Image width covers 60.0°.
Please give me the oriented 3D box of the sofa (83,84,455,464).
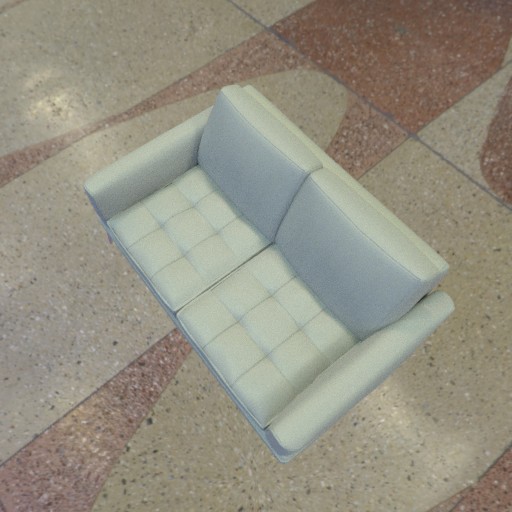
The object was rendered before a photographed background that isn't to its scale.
[{"bbox_3d":[0.000,0.000,2.412,1.121,0.930,1.819,-36,69,-16],"label":"sofa"}]
